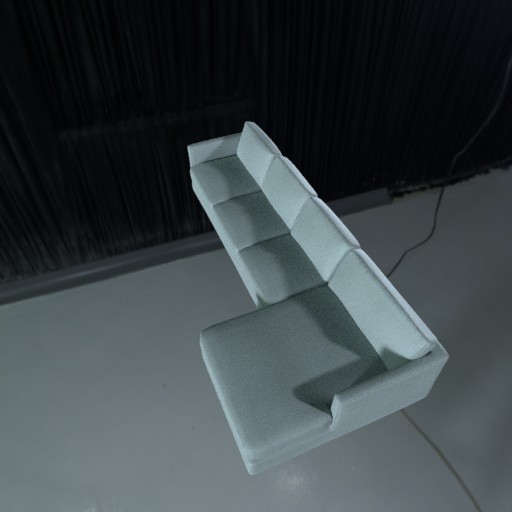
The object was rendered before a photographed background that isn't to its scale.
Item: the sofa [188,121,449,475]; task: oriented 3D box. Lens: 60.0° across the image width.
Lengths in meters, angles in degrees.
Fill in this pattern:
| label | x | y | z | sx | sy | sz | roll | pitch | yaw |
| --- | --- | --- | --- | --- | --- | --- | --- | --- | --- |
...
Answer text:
| label | x | y | z | sx | sy | sz | roll | pitch | yaw |
| --- | --- | --- | --- | --- | --- | --- | --- | --- | --- |
| sofa | 0.000 | 0.000 | 4.238 | 1.604 | 0.950 | 3.471 | -17 | 49 | -16 |
